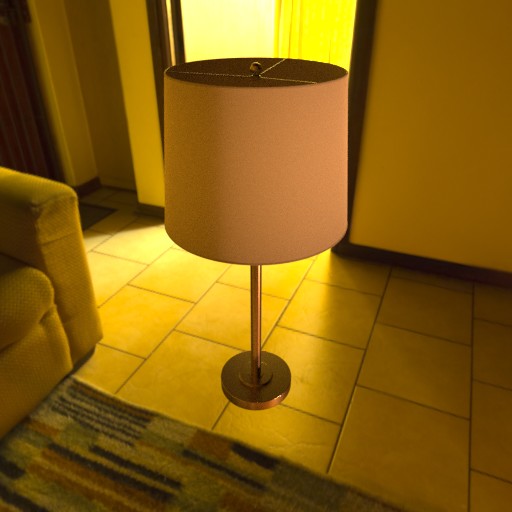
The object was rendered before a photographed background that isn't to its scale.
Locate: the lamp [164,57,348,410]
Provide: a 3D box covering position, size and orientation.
[{"bbox_3d":[0.000,0.000,0.862,0.333,0.696,0.333,0,31,0],"label":"lamp"}]
